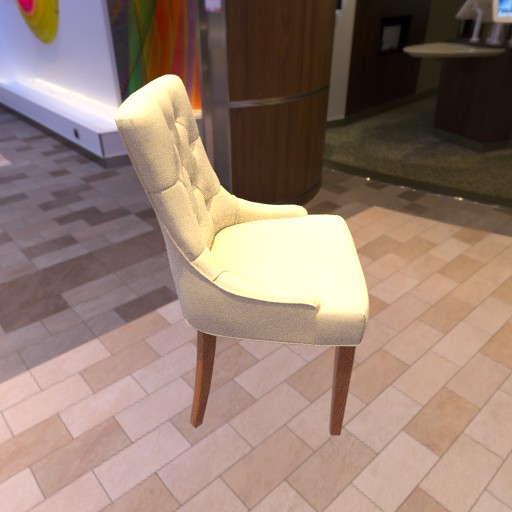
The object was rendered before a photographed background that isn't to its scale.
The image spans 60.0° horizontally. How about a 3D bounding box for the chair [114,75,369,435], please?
[{"bbox_3d":[0.000,0.000,1.214,0.565,0.874,0.509,1,32,2],"label":"chair"}]
